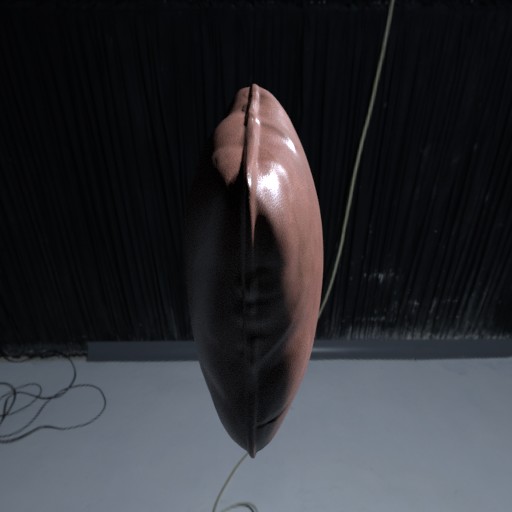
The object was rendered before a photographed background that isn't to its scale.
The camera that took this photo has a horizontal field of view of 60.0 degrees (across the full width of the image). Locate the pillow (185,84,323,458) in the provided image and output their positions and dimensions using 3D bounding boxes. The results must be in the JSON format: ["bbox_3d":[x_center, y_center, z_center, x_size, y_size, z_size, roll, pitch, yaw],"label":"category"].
[{"bbox_3d":[0.000,0.000,0.825,0.236,0.523,0.532,0,33,1],"label":"pillow"}]
